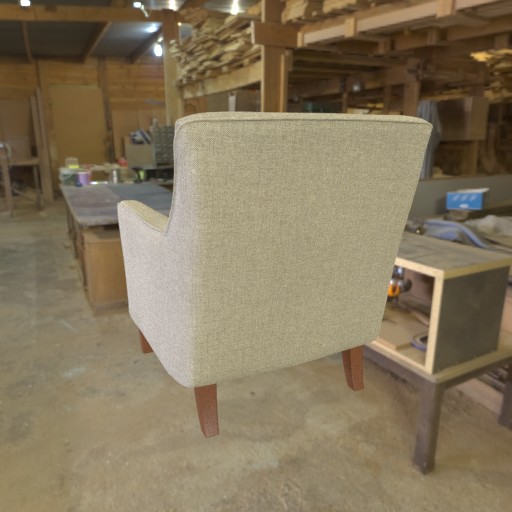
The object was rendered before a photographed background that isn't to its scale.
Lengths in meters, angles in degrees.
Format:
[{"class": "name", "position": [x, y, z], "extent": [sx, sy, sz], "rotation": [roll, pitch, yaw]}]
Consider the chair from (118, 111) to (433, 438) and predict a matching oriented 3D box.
[{"class": "chair", "position": [0.000, 0.000, 1.759], "extent": [0.887, 1.047, 0.993], "rotation": [-8, 17, -25]}]
